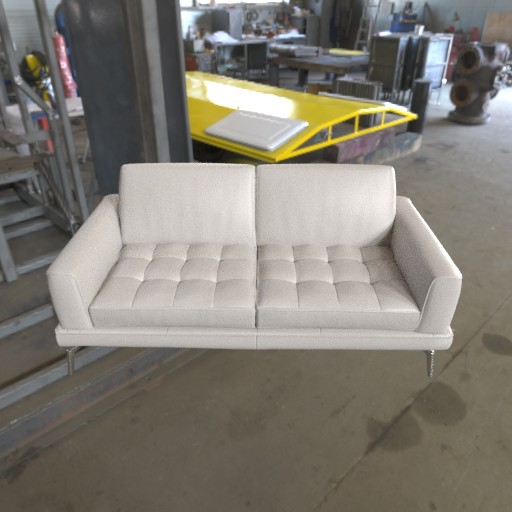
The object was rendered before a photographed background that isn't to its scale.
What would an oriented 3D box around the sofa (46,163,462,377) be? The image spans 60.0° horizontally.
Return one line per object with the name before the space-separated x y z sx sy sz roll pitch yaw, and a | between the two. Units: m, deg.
sofa | 0.000 0.000 2.728 2.177 0.930 1.121 1 30 1
